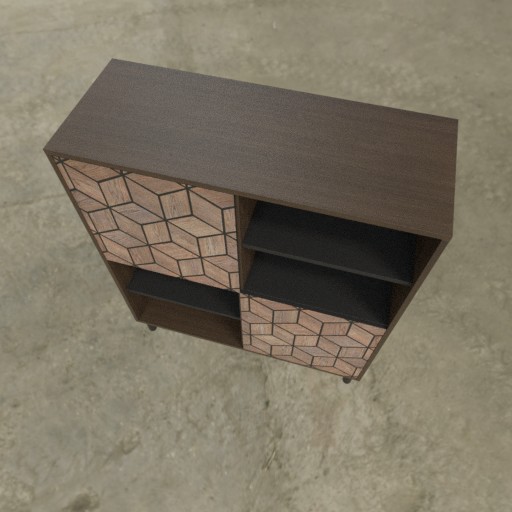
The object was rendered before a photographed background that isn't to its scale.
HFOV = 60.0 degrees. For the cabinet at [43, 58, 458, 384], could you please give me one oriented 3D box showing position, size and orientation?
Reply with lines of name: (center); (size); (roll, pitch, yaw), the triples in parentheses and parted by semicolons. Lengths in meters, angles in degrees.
cabinet: (0.000, 0.000, 1.643); (1.010, 1.170, 0.400); (13, 58, 8)
